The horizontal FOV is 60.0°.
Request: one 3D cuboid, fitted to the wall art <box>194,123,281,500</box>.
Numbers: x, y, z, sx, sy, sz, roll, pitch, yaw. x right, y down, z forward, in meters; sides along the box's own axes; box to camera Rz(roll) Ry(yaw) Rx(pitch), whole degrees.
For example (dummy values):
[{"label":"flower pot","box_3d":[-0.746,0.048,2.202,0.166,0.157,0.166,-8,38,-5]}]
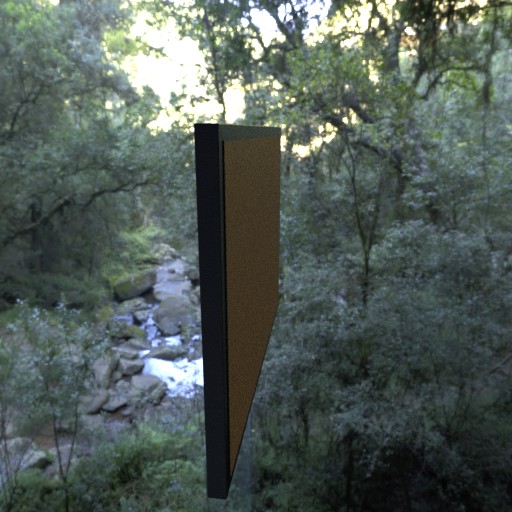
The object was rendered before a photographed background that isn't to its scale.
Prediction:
[{"label":"wall art","box_3d":[0.000,0.000,0.813,0.027,0.458,0.657,2,16,8]}]
